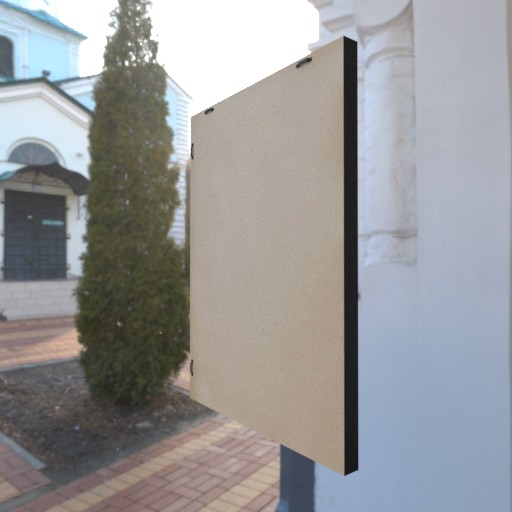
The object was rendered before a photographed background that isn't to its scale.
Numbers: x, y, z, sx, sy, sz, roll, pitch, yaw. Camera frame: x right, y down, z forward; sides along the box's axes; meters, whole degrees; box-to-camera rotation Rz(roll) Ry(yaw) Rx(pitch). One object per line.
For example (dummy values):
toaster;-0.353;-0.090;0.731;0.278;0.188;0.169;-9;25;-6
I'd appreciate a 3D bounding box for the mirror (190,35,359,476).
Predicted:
mirror;0.000;0.000;0.924;0.040;0.710;0.507;0;-1;-37
